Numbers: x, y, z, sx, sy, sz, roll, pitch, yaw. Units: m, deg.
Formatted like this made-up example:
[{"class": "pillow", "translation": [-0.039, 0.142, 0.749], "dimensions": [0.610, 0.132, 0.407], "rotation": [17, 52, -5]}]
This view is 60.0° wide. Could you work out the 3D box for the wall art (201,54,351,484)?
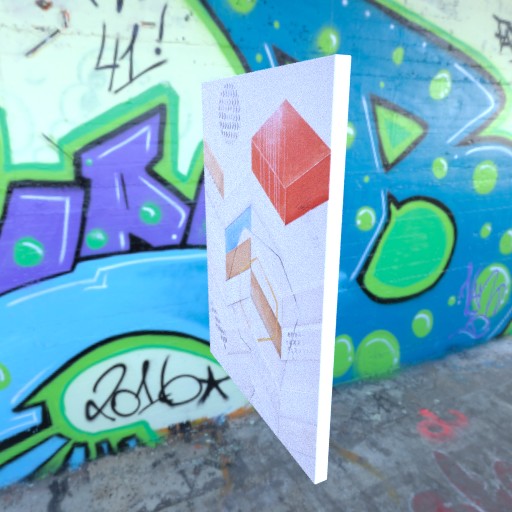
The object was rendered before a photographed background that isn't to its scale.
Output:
[{"class": "wall art", "translation": [0.000, 0.000, 1.591], "dimensions": [0.046, 1.221, 0.914], "rotation": [-8, 19, -25]}]
